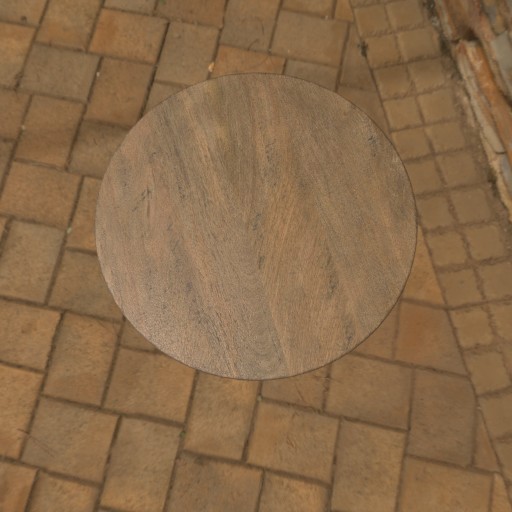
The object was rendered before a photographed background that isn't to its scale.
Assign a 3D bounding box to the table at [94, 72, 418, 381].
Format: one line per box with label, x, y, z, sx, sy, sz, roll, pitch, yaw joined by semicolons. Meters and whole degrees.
table;0.000;0.000;0.775;0.405;0.454;0.405;0;76;0
